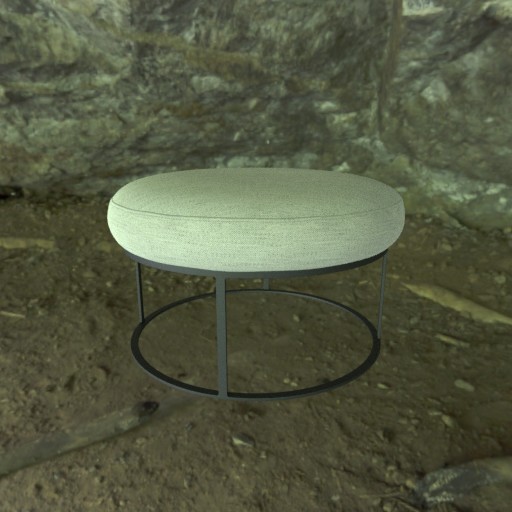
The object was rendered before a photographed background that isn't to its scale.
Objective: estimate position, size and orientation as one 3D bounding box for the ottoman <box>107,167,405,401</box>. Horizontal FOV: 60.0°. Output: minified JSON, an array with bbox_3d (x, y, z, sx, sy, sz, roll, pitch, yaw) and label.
[{"bbox_3d":[0.000,0.000,1.238,0.769,0.459,0.769,0,15,0],"label":"ottoman"}]
